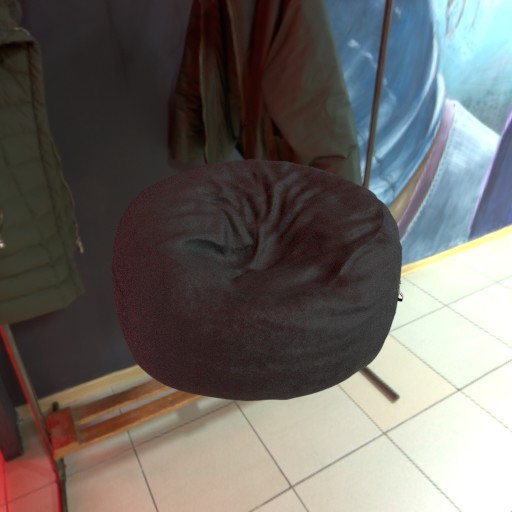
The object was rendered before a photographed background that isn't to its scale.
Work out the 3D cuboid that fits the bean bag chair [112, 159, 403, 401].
[{"bbox_3d":[0.000,0.000,2.401,1.525,0.751,1.525,0,31,0],"label":"bean bag chair"}]
